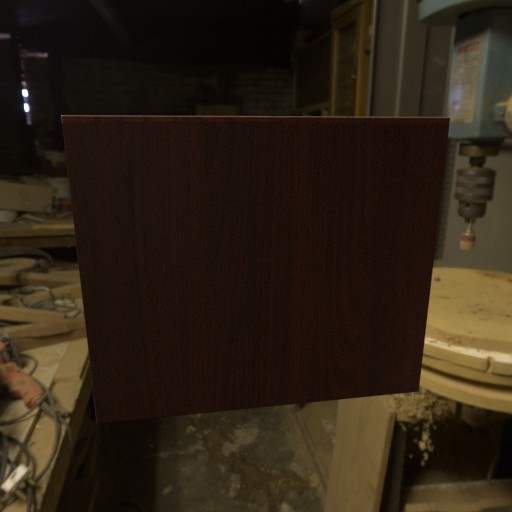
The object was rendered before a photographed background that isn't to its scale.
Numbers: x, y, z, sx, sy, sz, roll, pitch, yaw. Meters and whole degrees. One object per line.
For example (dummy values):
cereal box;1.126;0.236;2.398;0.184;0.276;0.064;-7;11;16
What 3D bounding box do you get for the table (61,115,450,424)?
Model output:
table;0.000;0.000;1.331;0.930;0.790;0.380;-3;16;-9
